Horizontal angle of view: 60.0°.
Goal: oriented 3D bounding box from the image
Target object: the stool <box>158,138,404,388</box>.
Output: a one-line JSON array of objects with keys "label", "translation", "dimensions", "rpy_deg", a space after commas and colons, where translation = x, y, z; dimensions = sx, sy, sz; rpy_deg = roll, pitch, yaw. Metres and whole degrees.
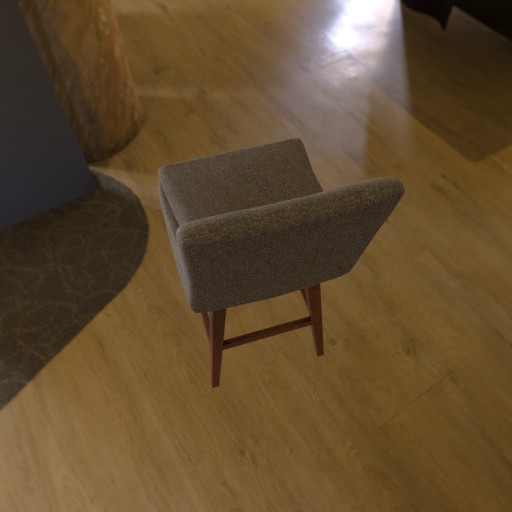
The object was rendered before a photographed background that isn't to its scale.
[{"label": "stool", "translation": [0.000, 0.000, 1.380], "dimensions": [0.489, 1.068, 0.572], "rpy_deg": [-14, 58, -9]}]
